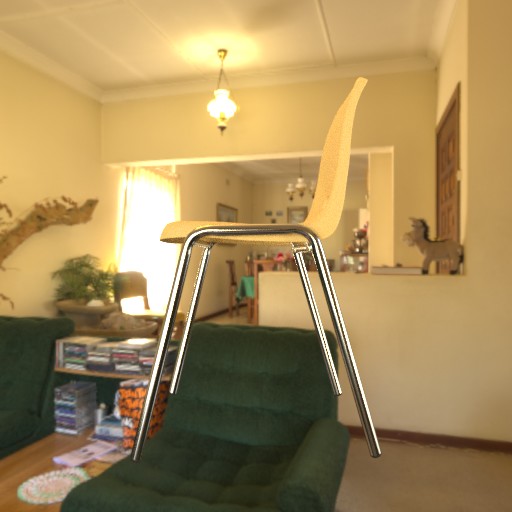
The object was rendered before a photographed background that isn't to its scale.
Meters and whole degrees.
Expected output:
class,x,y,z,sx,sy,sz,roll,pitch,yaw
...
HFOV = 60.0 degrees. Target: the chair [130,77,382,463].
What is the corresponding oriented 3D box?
class,x,y,z,sx,sy,sz,roll,pitch,yaw
chair,0.000,0.000,0.941,0.436,0.704,0.381,0,0,-1
